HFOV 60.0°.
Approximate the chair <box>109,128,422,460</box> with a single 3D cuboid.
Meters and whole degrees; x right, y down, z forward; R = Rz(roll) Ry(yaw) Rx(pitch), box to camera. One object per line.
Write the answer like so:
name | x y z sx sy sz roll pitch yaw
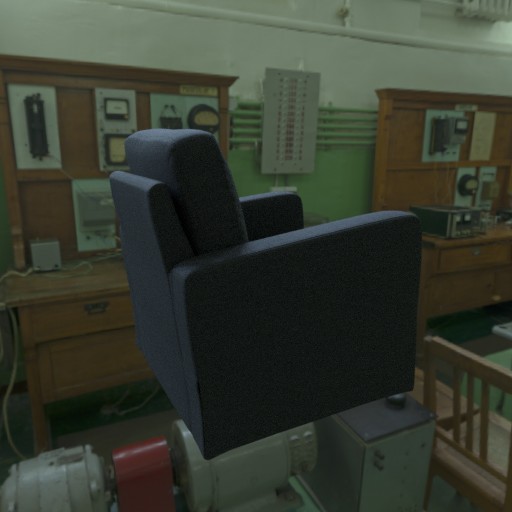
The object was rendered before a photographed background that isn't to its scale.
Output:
chair | 0.000 0.000 1.549 0.863 0.855 0.798 -7 16 -27
